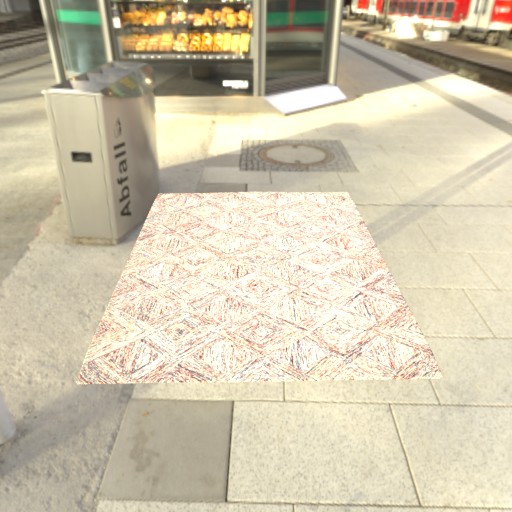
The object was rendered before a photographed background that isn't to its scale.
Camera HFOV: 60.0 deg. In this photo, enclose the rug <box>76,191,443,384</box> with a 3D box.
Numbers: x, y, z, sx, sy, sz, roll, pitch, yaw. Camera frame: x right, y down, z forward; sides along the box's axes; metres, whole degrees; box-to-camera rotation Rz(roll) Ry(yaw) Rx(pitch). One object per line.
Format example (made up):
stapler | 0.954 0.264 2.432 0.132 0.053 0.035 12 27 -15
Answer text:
rug | 0.000 0.000 4.280 2.436 0.024 3.226 -1 30 -1
